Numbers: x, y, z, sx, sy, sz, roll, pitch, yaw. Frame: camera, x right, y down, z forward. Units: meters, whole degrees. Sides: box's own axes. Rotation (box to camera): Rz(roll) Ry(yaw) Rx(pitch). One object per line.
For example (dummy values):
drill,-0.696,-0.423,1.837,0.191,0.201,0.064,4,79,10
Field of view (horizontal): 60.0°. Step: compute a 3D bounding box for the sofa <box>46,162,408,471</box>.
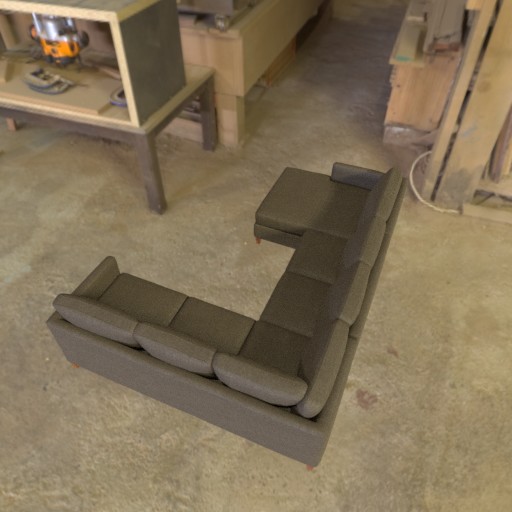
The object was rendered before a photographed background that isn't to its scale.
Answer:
sofa,0.000,0.000,4.796,2.594,0.961,3.460,17,48,16
